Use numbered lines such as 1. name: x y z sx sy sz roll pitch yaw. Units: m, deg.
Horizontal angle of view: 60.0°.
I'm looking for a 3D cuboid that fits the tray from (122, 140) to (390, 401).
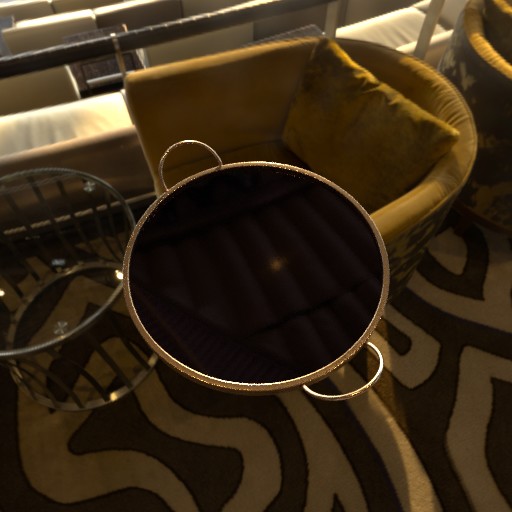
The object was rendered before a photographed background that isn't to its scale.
1. tray: 0.000 0.000 0.731 0.438 0.069 0.543 -28 62 -17
